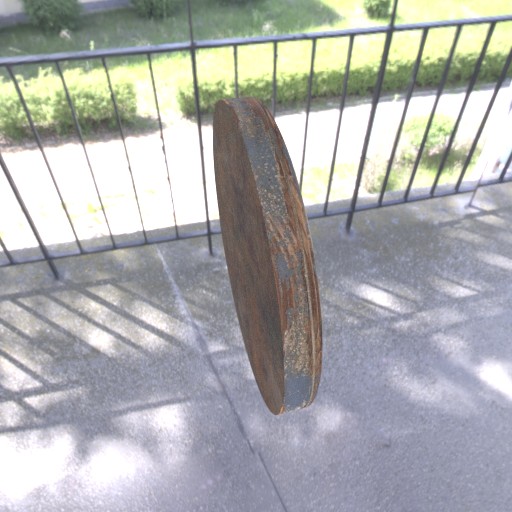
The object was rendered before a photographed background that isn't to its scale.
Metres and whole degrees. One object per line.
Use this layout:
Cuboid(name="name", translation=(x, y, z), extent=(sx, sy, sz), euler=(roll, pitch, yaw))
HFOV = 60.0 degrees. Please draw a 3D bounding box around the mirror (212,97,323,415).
Cuboid(name="mirror", translation=(0.000, 0.000, 0.864), extent=(0.061, 0.585, 0.585), euler=(-10, 47, -10))
